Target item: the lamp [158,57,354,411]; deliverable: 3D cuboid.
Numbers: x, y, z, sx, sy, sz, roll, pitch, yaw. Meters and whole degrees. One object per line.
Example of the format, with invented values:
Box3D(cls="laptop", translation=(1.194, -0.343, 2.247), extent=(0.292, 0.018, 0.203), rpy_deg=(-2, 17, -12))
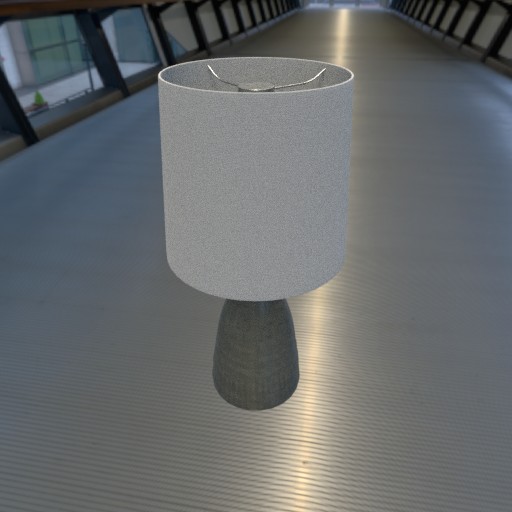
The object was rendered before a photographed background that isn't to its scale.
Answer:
Box3D(cls="lamp", translation=(0.000, 0.000, 0.475), extent=(0.186, 0.369, 0.186), rpy_deg=(0, 32, 0))
